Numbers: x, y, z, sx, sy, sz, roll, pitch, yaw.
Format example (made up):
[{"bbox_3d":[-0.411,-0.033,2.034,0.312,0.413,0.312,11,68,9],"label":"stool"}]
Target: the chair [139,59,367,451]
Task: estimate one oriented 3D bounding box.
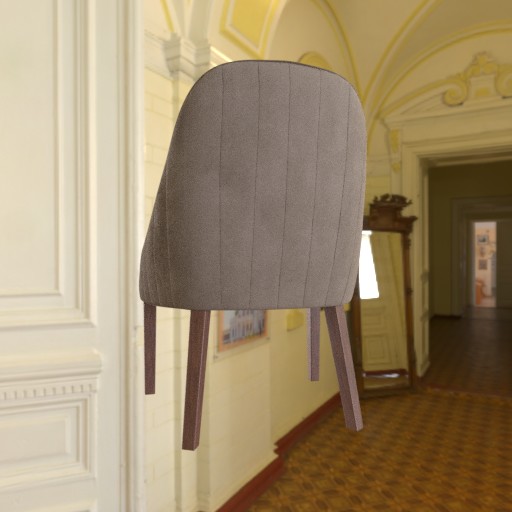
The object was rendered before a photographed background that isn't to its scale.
[{"bbox_3d":[0.000,0.000,1.269,0.643,0.889,0.575,0,0,-16],"label":"chair"}]
